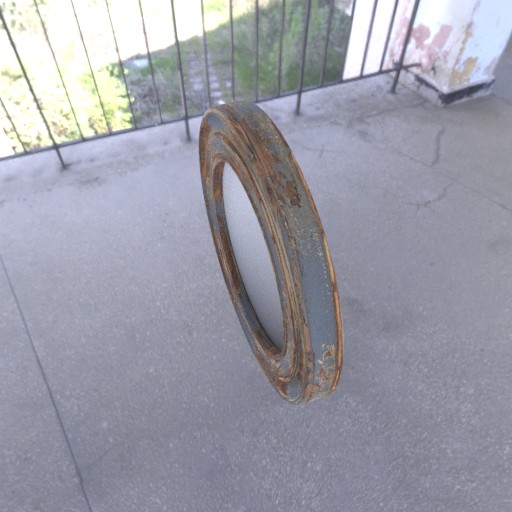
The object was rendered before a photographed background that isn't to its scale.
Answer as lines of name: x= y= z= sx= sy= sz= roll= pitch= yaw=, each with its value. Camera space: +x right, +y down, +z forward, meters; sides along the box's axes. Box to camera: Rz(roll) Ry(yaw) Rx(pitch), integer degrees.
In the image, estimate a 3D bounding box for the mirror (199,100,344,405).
mirror: x=0.000 y=0.000 z=0.883 sx=0.061 sy=0.585 sz=0.585 roll=-16 pitch=51 yaw=-14
